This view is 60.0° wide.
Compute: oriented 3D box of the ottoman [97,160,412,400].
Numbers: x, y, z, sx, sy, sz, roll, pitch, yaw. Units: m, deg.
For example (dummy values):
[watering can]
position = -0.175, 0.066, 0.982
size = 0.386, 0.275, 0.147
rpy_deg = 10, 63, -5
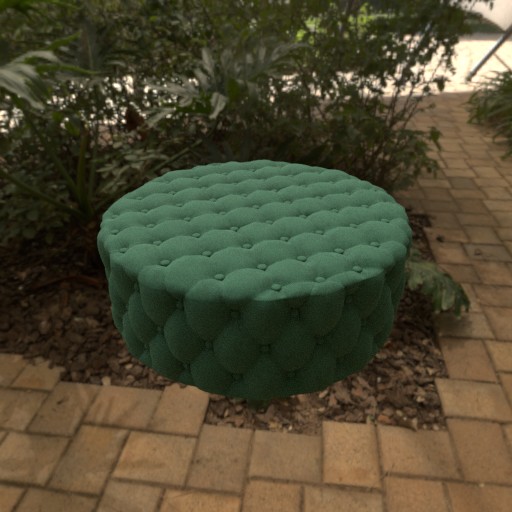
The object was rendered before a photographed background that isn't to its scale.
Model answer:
[ottoman]
position = 0.000, 0.000, 1.531
size = 0.998, 0.399, 0.998
rpy_deg = 0, 31, 0
